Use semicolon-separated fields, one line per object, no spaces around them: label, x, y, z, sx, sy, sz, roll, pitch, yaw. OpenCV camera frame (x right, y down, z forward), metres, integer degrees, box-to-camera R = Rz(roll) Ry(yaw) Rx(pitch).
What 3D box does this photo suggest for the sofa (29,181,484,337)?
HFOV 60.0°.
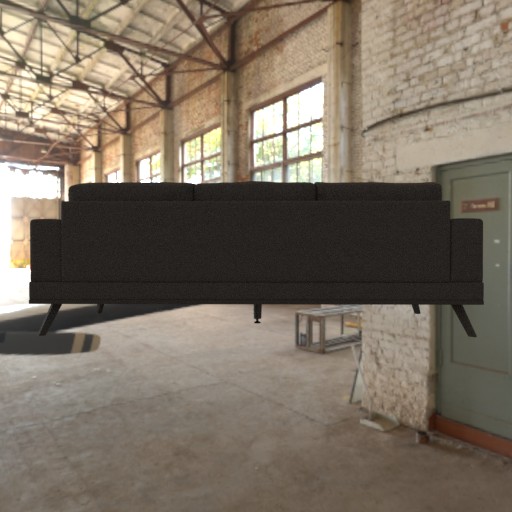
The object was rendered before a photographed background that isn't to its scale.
sofa;0.000;0.000;2.680;2.310;0.810;0.920;0;1;1
